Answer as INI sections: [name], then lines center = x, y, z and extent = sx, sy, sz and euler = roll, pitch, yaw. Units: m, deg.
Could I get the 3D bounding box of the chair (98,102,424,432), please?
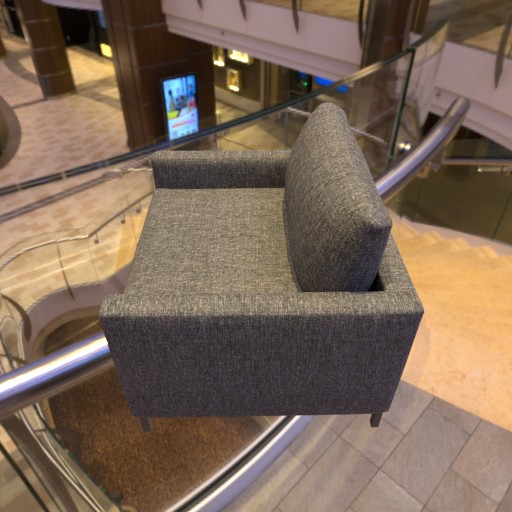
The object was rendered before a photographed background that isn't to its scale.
[chair]
center = 0.000, 0.000, 1.612
extent = 0.866, 0.861, 0.963
euler = -1, 39, -1
